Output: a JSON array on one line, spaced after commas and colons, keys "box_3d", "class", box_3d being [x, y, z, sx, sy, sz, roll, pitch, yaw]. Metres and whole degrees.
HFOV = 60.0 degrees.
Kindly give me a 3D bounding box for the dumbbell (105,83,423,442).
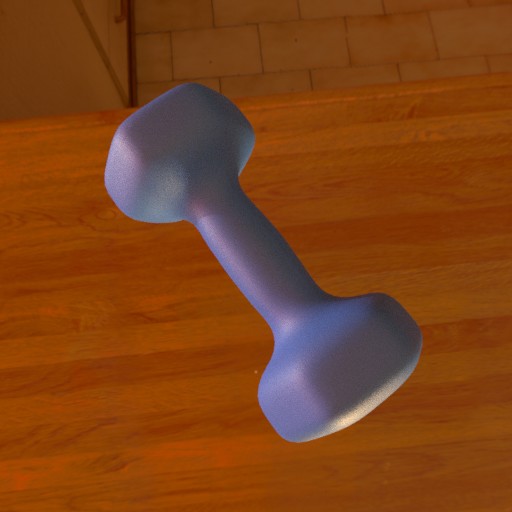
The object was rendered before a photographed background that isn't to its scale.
[{"box_3d": [0.000, 0.000, 0.269, 0.103, 0.093, 0.212, -35, 78, -9], "class": "dumbbell"}]
